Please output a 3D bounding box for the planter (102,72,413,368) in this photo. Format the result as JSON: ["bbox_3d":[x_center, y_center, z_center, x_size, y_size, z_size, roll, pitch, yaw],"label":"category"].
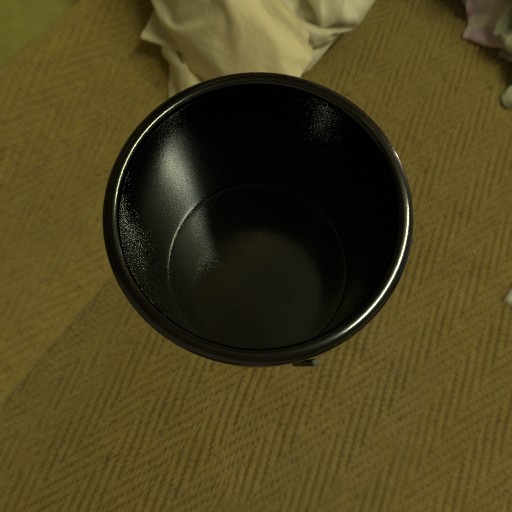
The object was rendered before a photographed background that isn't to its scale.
[{"bbox_3d":[0.000,0.000,0.634,0.310,0.432,0.310,19,77,5],"label":"planter"}]
